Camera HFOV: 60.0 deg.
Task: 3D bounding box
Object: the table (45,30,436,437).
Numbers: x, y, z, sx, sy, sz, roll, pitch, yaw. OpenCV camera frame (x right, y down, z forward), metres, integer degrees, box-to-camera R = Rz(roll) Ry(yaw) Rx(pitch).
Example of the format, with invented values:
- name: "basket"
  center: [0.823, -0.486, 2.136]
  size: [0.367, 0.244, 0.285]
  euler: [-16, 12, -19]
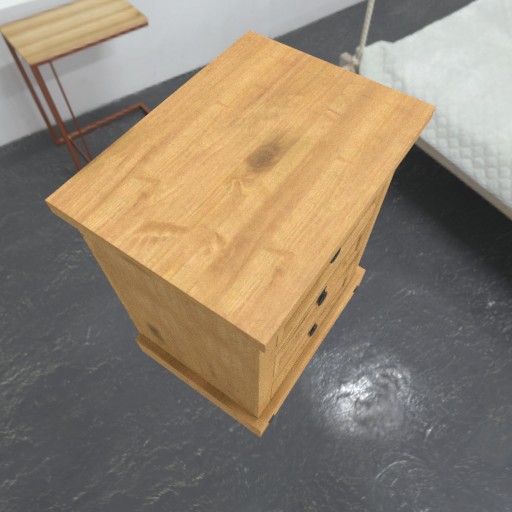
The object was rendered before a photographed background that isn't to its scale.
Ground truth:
- name: "table"
  center: [0.000, 0.000, 1.238]
  size: [0.500, 0.813, 0.660]
  euler: [31, 63, 17]
